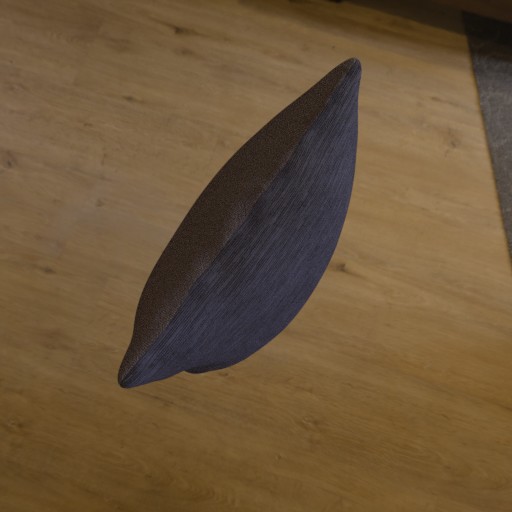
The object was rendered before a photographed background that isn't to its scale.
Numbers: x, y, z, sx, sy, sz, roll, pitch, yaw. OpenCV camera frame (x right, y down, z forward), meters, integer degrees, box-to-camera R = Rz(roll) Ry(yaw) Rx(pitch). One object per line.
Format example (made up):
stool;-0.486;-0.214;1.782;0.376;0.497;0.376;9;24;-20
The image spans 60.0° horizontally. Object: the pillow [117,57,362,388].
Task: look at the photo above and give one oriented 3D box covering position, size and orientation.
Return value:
pillow;0.000;0.000;0.681;0.204;0.439;0.452;34;78;8
